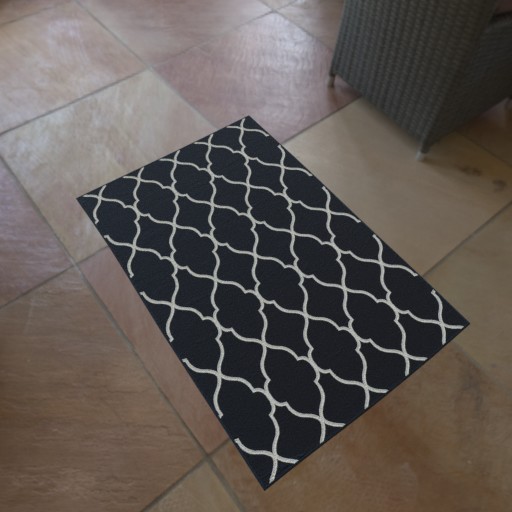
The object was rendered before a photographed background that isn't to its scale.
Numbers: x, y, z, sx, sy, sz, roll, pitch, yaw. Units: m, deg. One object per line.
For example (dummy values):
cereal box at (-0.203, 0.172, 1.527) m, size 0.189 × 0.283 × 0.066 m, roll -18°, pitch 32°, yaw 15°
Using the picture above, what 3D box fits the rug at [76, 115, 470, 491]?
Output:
rug at (0.000, 0.000, 2.895) m, size 1.526 × 0.014 × 2.290 m, roll -31°, pitch 63°, yaw -18°
